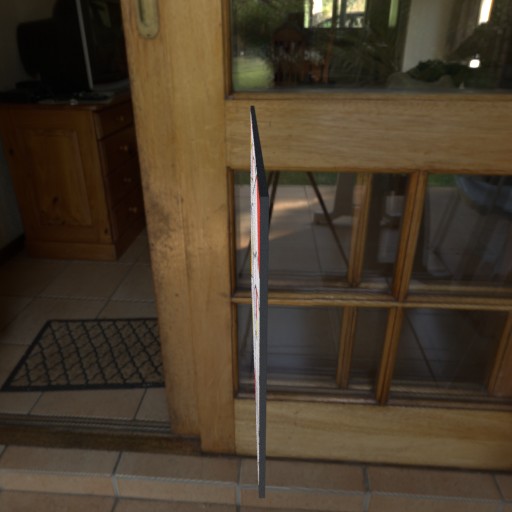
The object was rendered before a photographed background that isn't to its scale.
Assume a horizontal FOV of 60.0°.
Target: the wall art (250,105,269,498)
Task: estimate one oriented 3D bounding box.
[{"bbox_3d":[0.000,0.000,1.220,0.013,0.665,0.963,-1,26,-1],"label":"wall art"}]
